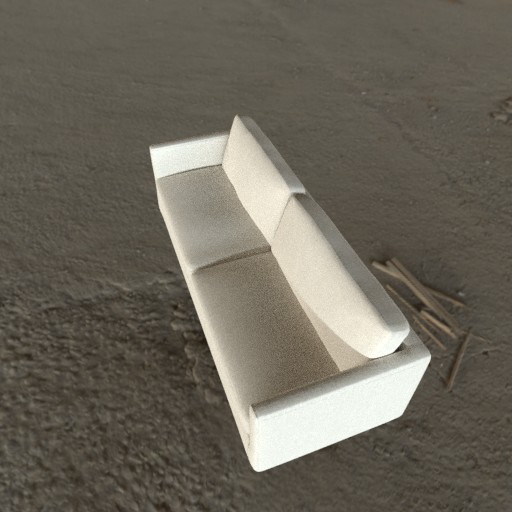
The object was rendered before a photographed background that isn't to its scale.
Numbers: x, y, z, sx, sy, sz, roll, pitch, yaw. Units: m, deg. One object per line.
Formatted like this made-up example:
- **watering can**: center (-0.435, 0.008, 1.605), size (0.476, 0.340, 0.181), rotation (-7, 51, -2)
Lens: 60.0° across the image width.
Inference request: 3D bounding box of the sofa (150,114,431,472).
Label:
- **sofa**: center (0.000, 0.000, 3.011), size (0.948, 0.965, 2.434), rotation (-15, 47, -14)
